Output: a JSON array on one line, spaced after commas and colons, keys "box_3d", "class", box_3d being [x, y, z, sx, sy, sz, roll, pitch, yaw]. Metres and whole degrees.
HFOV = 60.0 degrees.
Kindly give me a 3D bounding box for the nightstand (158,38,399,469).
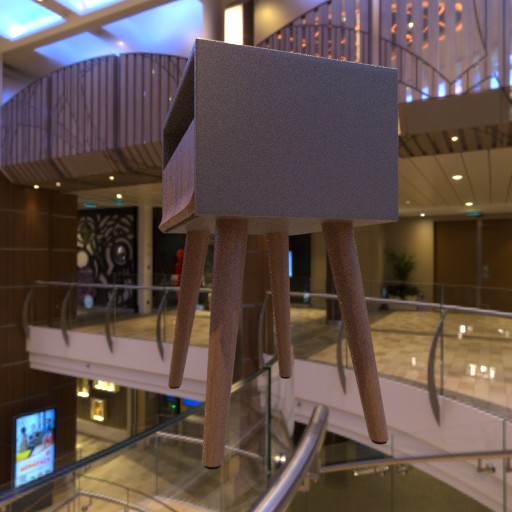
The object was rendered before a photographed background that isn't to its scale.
[{"box_3d": [0.000, 0.000, 0.733, 0.288, 0.508, 0.370, 0, 0, -18], "class": "nightstand"}]
